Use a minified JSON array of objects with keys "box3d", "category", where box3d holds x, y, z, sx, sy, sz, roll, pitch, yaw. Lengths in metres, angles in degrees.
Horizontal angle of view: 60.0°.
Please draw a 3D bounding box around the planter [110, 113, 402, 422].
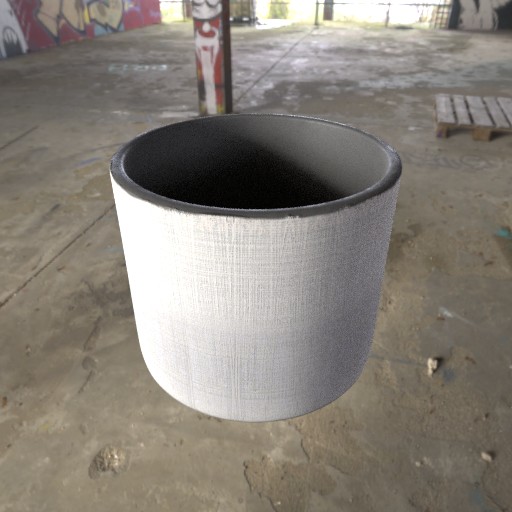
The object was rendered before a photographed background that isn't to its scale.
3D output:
[{"box3d":[0.000,0.000,0.449,0.254,0.221,0.254,0,33,0],"category":"planter"}]
